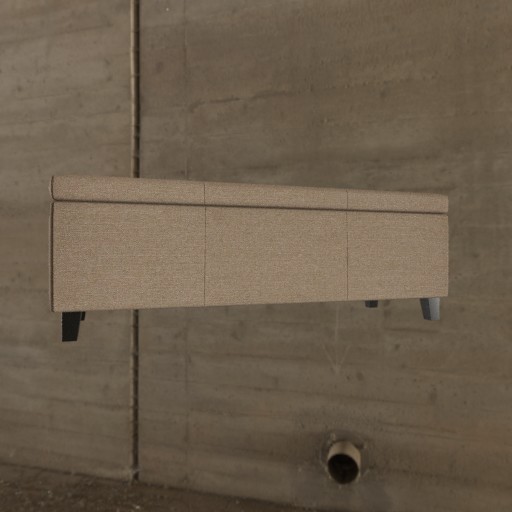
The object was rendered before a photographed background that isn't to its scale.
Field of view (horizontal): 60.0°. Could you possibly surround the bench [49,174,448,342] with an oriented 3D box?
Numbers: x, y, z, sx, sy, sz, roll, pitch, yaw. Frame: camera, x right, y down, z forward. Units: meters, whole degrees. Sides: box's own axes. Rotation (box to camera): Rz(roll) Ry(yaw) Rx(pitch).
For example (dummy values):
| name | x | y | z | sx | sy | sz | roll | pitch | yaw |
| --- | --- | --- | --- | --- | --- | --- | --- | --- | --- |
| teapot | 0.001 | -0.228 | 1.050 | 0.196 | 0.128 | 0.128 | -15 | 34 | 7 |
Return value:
| name | x | y | z | sx | sy | sz | roll | pitch | yaw |
| --- | --- | --- | --- | --- | --- | --- | --- | --- | --- |
| bench | 0.000 | 0.000 | 1.520 | 1.269 | 0.438 | 0.446 | 0 | 0 | -18 |
